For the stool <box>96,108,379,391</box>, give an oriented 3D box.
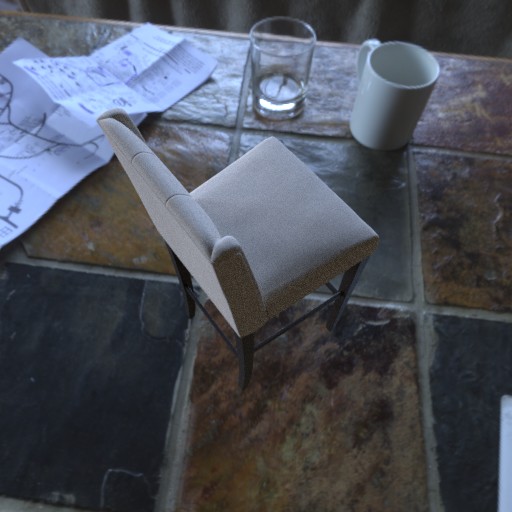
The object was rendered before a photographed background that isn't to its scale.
[{"bbox_3d":[0.000,0.000,1.374,0.509,1.116,0.474,-33,66,-17],"label":"stool"}]
